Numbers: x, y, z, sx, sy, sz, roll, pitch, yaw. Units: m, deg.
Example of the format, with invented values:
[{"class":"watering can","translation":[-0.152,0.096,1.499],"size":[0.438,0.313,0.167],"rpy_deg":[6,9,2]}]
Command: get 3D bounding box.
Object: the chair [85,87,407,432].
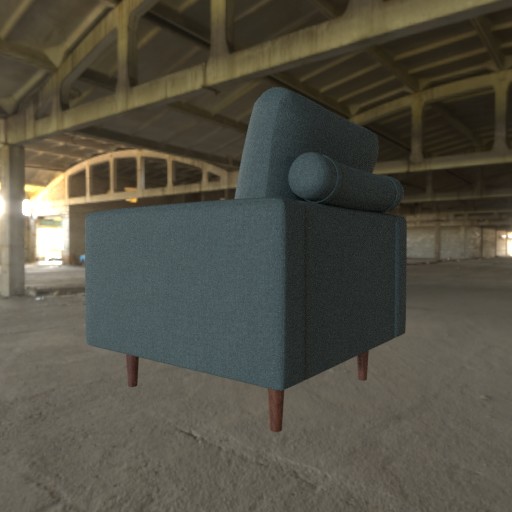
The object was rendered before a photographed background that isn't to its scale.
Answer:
[{"class":"chair","translation":[0.000,0.000,1.518],"size":[0.843,0.880,0.821],"rpy_deg":[1,2,37]}]
